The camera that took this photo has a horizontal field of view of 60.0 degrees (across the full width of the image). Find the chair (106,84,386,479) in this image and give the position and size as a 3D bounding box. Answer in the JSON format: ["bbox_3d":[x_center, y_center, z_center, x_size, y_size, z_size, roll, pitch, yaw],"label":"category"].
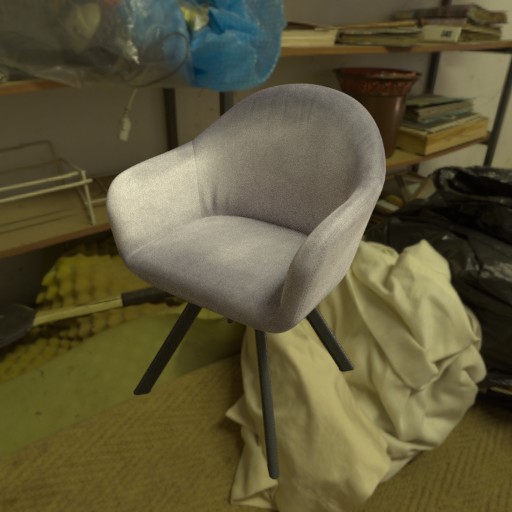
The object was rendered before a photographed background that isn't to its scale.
[{"bbox_3d":[0.000,0.000,1.138,0.570,0.780,0.540,18,33,30],"label":"chair"}]
